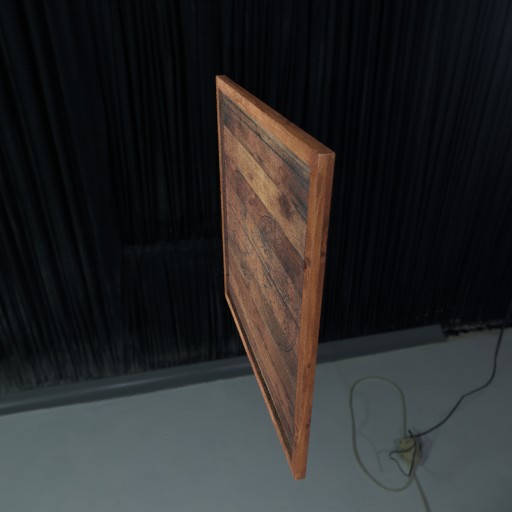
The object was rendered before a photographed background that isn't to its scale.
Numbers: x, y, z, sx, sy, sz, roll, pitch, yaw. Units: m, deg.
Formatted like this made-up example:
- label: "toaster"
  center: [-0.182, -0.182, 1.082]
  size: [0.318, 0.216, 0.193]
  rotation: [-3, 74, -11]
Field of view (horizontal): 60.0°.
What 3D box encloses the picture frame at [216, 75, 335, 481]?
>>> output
- label: "picture frame"
  center: [0.000, 0.000, 1.218]
  size: [0.029, 0.817, 0.810]
  rotation: [-8, 31, -13]
